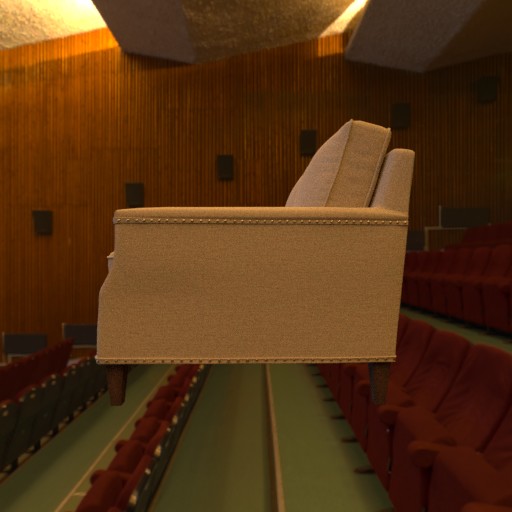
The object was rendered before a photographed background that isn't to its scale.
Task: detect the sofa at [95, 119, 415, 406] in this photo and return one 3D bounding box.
[{"bbox_3d":[0.000,0.000,2.229,1.084,1.003,1.597,0,0,-1],"label":"sofa"}]
